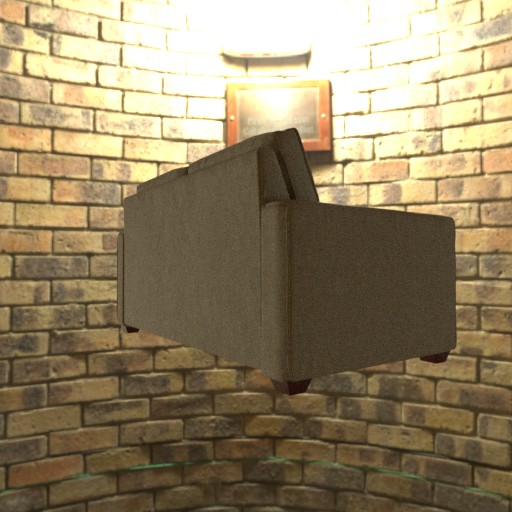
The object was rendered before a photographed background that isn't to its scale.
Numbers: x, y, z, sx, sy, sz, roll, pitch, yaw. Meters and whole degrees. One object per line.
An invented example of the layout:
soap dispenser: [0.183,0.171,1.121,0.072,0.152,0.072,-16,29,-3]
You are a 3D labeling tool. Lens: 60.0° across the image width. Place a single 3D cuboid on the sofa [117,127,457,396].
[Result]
sofa: [0.000,0.000,2.308,0.945,0.915,1.706,1,-1,-35]
